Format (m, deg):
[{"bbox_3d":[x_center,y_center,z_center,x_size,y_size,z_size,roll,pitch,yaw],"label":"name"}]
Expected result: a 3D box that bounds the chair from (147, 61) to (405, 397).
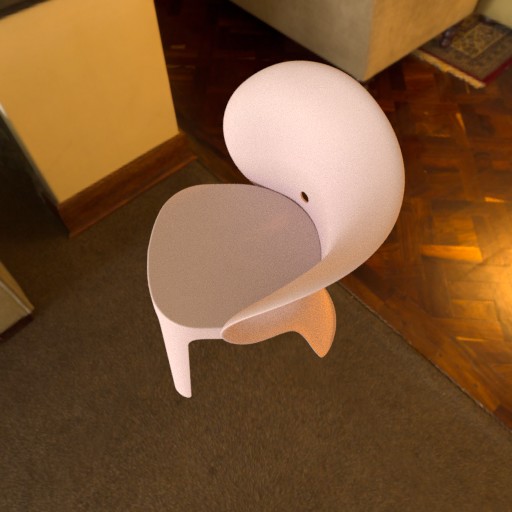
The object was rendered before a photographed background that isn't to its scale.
[{"bbox_3d":[0.000,0.000,0.843,0.402,0.554,0.451,-1,58,-1],"label":"chair"}]
